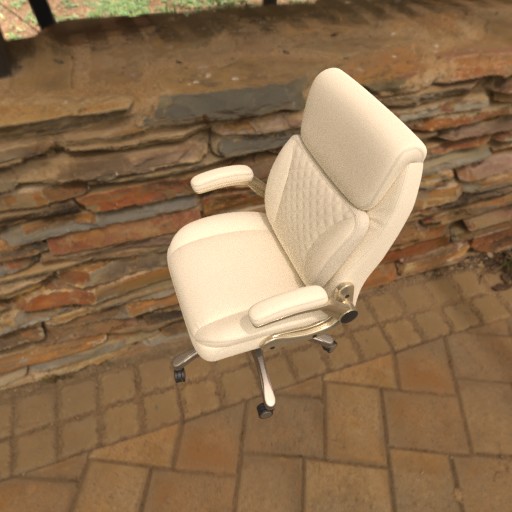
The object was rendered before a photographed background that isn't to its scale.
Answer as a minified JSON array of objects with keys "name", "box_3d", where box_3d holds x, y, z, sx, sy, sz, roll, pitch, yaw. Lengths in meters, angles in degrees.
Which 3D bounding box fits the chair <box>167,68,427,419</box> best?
[{"name":"chair","box_3d":[0.000,0.000,1.613,0.794,1.110,0.740,-18,49,-16]}]
